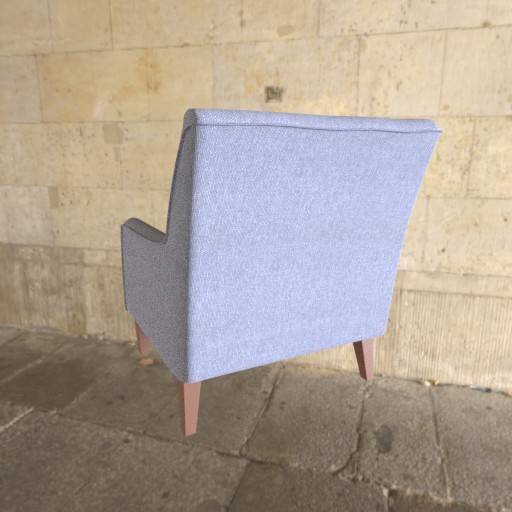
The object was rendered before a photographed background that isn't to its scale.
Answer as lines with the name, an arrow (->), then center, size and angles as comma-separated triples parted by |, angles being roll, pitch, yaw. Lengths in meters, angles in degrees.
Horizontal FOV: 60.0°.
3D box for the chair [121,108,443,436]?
chair -> 0.000, 0.000, 1.589 | 0.780, 0.919, 0.899 | -7, 15, -27
